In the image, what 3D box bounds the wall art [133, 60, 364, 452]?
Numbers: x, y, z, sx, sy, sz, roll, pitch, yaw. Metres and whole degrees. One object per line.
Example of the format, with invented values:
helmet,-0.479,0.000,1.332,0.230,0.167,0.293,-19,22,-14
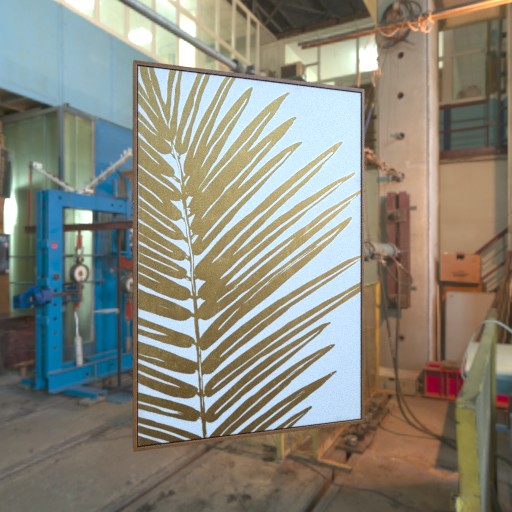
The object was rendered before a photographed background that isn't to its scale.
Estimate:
wall art,0.000,0.000,1.141,0.610,0.914,0.037,0,0,-17
